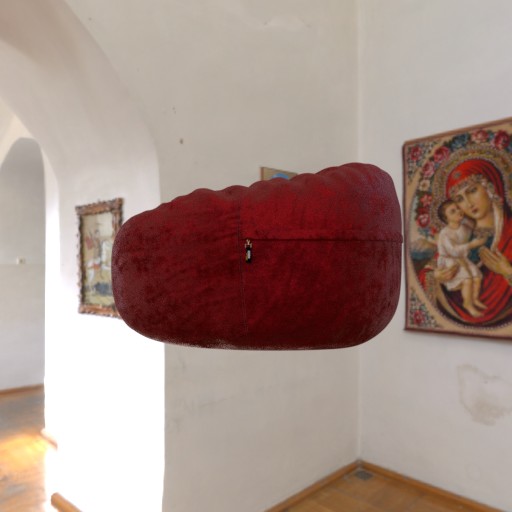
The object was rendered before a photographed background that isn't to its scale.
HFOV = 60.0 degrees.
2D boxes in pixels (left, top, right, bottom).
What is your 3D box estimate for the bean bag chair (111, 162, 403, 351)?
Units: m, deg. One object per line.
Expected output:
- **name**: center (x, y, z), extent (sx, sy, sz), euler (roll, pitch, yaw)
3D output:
- **bean bag chair**: center (0.000, 0.000, 2.462), extent (1.524, 0.878, 1.524), euler (0, 0, 1)
